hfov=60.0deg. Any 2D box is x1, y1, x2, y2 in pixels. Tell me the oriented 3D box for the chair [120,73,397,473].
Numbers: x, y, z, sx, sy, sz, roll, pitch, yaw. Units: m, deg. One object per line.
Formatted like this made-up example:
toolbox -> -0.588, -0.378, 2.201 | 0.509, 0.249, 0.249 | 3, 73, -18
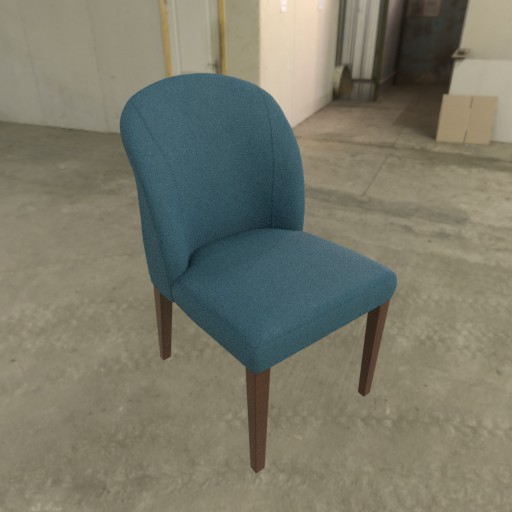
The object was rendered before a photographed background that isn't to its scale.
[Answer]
chair -> 0.000, 0.000, 1.231 | 0.507, 0.879, 0.620 | -21, 36, -32
